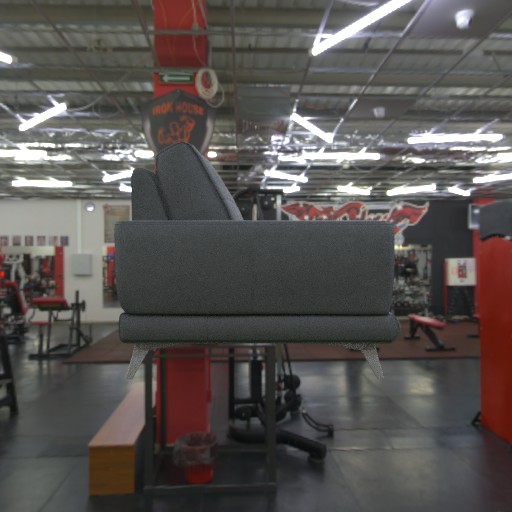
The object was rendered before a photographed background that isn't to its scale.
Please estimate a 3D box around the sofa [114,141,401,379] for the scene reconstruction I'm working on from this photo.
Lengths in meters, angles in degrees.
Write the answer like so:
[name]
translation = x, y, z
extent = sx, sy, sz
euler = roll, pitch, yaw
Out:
[sofa]
translation = 0.000, 0.000, 2.417
extent = 1.018, 0.907, 1.806
euler = 0, -1, 0
